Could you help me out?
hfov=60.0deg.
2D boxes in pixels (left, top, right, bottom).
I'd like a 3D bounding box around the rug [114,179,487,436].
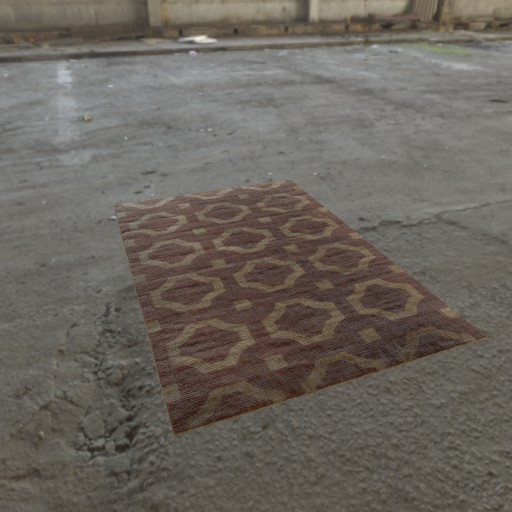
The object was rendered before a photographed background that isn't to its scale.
[{"bbox_3d":[0.000,0.000,2.848,1.555,0.016,2.286,-11,32,-18],"label":"rug"}]
